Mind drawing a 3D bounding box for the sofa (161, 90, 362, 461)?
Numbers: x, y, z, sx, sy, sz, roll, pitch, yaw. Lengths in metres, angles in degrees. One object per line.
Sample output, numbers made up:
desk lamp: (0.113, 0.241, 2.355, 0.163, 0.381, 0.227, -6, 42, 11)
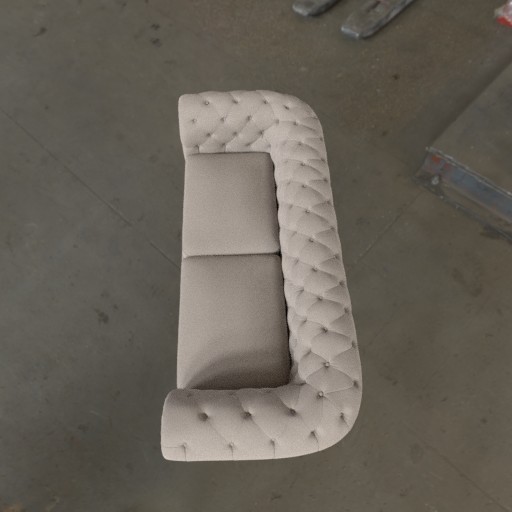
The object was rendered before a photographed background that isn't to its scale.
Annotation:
sofa: (0.000, 0.000, 2.839, 0.991, 0.749, 2.411, -2, 61, -1)
